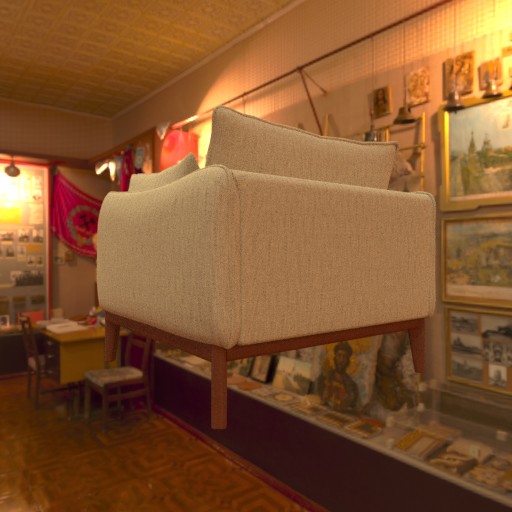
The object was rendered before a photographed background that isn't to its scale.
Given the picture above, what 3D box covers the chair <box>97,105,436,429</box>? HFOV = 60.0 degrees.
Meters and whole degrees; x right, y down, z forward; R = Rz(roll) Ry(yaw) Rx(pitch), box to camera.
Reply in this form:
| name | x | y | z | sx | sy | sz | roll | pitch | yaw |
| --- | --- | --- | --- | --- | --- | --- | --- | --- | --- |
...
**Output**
| name | x | y | z | sx | sy | sz | roll | pitch | yaw |
| --- | --- | --- | --- | --- | --- | --- | --- | --- | --- |
| chair | 0.000 | 0.000 | 1.730 | 0.994 | 0.855 | 0.991 | 0 | 1 | -36 |
